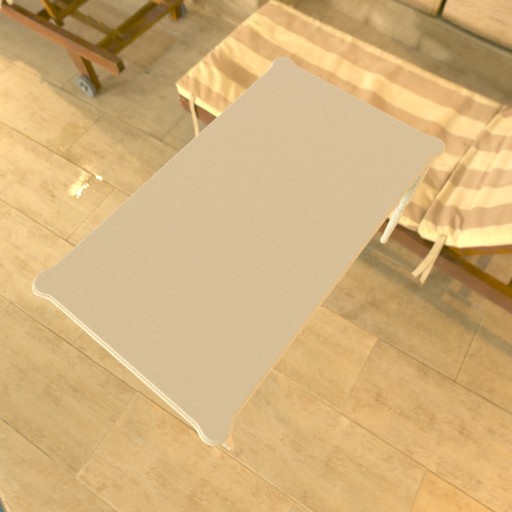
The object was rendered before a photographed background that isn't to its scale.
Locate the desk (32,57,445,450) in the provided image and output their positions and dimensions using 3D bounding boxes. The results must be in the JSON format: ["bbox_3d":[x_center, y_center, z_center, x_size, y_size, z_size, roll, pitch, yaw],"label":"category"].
[{"bbox_3d":[0.000,0.000,1.893,0.807,0.762,1.380,35,68,16],"label":"desk"}]
